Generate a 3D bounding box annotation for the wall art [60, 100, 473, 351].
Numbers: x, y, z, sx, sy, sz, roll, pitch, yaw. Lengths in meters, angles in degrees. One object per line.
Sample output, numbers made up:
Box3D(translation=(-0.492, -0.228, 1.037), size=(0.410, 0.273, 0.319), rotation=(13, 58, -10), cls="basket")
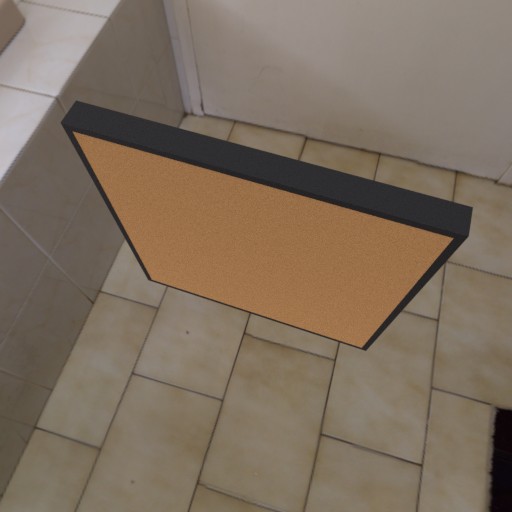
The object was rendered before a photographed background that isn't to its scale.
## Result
Box3D(translation=(0.000, 0.000, 0.761), size=(0.509, 0.509, 0.040), rotation=(17, 65, 8), cls="wall art")
